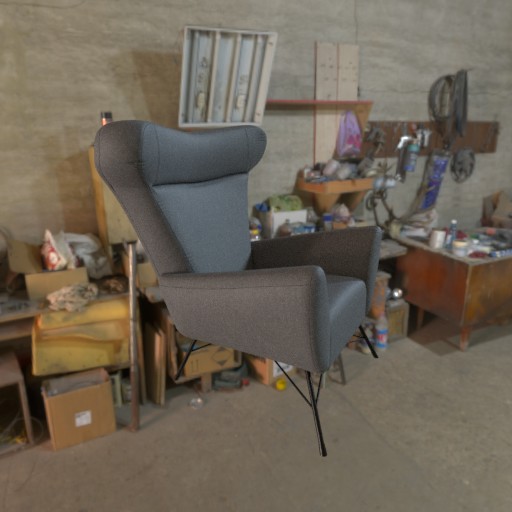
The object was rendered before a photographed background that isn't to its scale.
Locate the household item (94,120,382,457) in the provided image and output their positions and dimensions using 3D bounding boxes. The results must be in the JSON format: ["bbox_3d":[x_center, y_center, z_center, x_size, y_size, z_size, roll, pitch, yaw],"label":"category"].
[{"bbox_3d":[0.000,0.000,1.811,0.900,1.050,0.980,8,17,26],"label":"household item"}]
